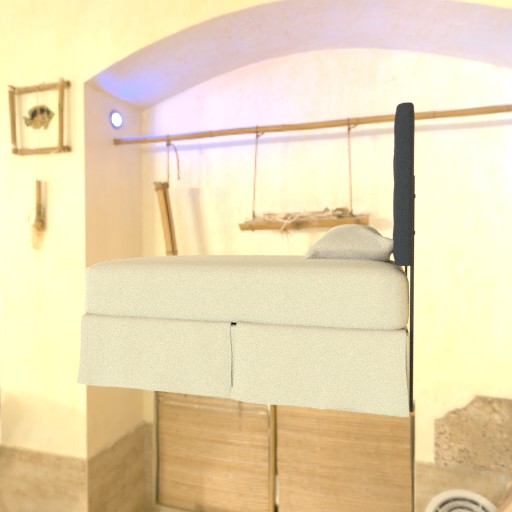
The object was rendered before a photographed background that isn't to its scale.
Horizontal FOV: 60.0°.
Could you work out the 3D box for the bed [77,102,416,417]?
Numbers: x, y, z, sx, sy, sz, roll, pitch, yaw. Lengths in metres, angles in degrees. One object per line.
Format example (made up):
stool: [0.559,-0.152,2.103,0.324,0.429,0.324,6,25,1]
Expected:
bed: [0.000,0.000,3.022,1.997,1.571,1.261,0,1,17]
